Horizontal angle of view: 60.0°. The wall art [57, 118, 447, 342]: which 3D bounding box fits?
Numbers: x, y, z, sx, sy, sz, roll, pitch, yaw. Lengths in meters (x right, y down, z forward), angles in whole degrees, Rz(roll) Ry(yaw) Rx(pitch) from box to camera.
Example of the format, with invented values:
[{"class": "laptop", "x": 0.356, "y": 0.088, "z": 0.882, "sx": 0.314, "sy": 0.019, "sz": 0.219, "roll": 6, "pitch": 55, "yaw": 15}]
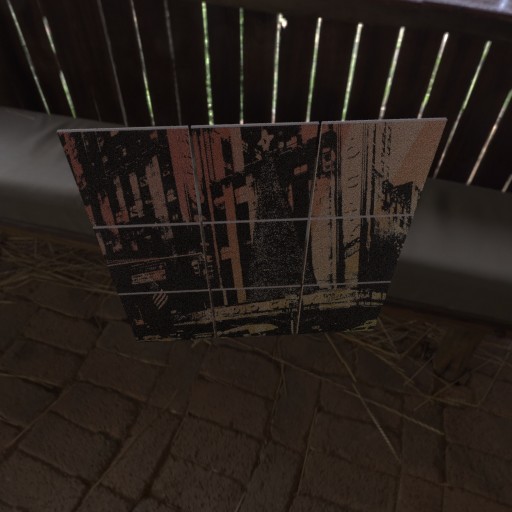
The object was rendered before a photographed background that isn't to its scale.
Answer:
[{"class": "wall art", "x": 0.000, "y": 0.000, "z": 2.294, "sx": 1.527, "sy": 1.521, "sz": 0.017, "roll": -2, "pitch": 48, "yaw": -2}]
